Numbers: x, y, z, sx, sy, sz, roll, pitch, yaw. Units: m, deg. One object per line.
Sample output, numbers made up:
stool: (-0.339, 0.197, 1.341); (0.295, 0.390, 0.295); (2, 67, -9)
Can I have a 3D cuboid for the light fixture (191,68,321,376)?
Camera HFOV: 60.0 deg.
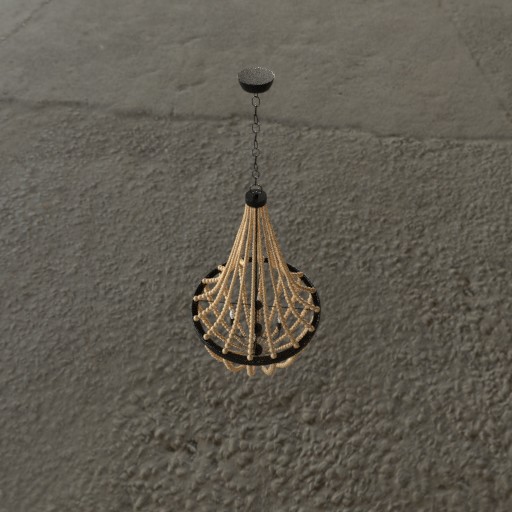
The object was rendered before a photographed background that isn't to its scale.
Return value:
light fixture: (0.000, 0.000, 1.358); (0.450, 1.133, 0.450); (0, 48, 0)
